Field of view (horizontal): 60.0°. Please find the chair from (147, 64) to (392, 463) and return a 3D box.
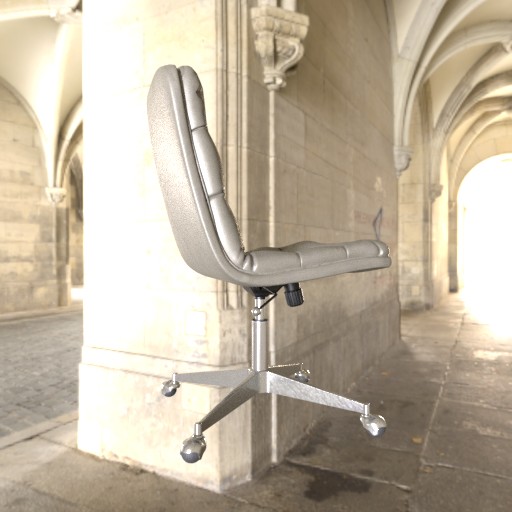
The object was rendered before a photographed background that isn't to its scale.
[{"bbox_3d":[0.000,0.000,1.027,0.485,0.738,0.422,0,1,-18],"label":"chair"}]
